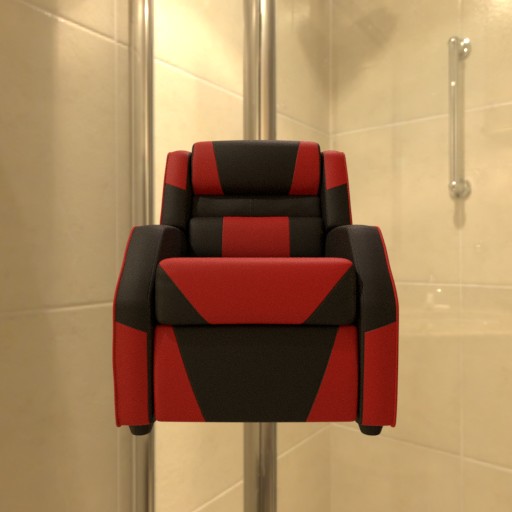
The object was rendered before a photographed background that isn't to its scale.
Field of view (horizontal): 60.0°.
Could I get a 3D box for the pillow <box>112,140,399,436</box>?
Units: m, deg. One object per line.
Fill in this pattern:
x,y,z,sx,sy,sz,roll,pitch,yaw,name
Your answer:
0.000,0.000,1.262,0.620,0.805,0.672,0,0,0,pillow
